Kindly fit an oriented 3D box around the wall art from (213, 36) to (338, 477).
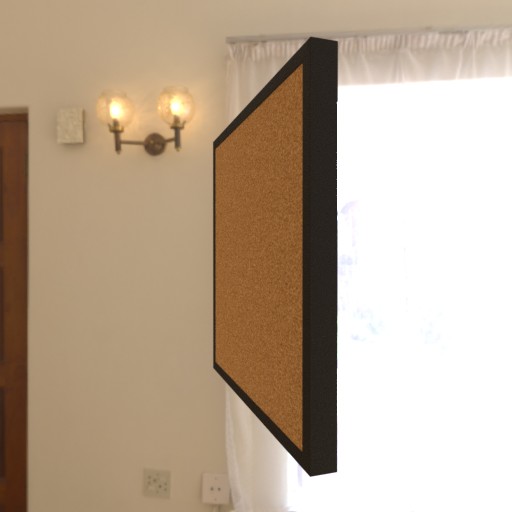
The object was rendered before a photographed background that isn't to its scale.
[{"bbox_3d":[0.000,0.000,0.752,0.036,0.503,0.506,0,0,-18],"label":"wall art"}]
